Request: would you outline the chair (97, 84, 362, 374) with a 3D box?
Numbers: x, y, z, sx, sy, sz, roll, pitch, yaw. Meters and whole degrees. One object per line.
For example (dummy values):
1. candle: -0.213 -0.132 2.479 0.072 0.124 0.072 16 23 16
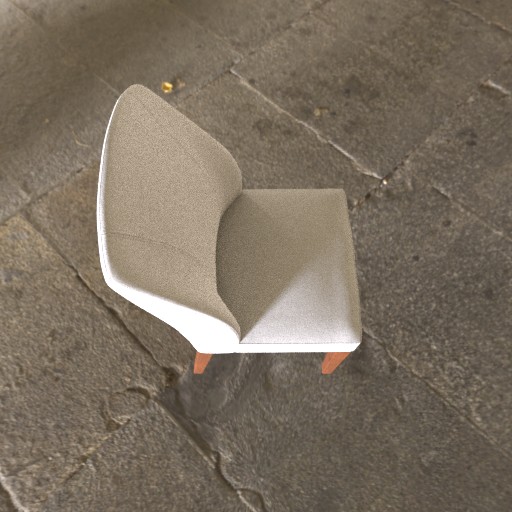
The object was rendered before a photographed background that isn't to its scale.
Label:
1. chair: 0.000 0.000 1.176 0.540 0.893 0.472 0 64 0
